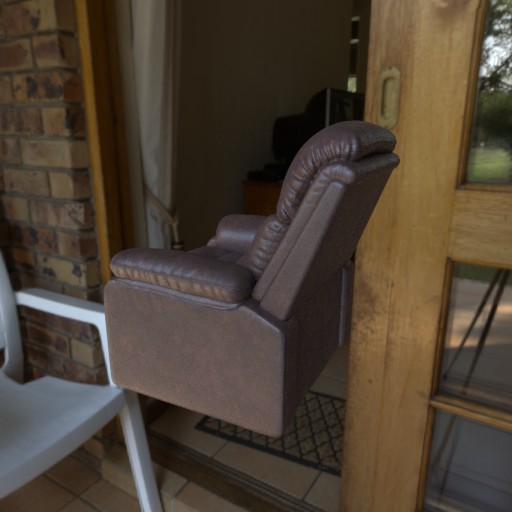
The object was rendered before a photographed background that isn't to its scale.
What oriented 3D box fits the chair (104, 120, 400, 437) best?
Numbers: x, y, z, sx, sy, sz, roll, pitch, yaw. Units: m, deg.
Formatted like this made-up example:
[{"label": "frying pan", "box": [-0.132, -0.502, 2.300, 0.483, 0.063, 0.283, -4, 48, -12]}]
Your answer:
[{"label": "chair", "box": [0.000, 0.000, 1.707, 0.919, 0.992, 0.855, 8, 18, 25]}]
